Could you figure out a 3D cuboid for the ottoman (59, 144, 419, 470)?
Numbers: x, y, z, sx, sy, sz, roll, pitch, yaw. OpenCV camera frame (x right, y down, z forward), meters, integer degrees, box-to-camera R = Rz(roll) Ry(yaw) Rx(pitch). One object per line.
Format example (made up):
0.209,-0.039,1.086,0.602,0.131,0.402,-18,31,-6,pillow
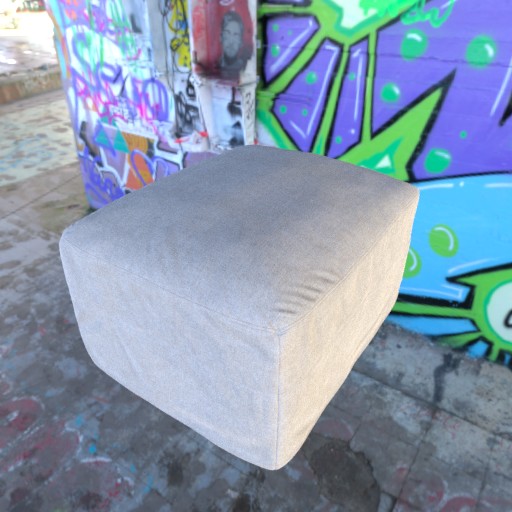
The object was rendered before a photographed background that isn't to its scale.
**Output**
0.000,0.000,1.268,0.683,0.481,0.837,20,37,28,ottoman
